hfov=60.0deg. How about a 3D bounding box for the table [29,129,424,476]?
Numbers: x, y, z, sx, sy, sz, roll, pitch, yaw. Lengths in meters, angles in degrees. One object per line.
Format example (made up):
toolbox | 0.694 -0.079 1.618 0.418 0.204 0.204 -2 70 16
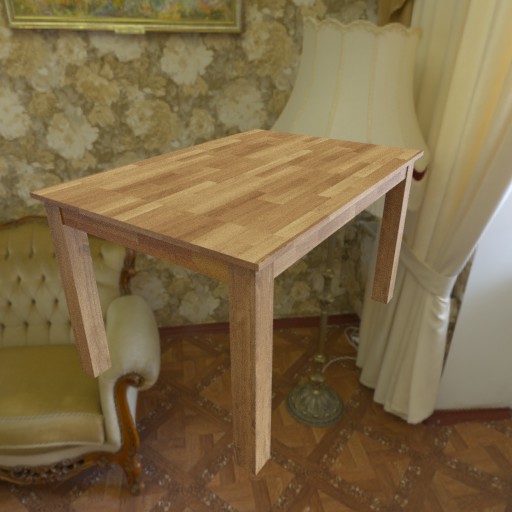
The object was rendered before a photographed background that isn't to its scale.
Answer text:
table | 0.000 0.000 1.863 0.900 0.750 1.300 17 31 30
